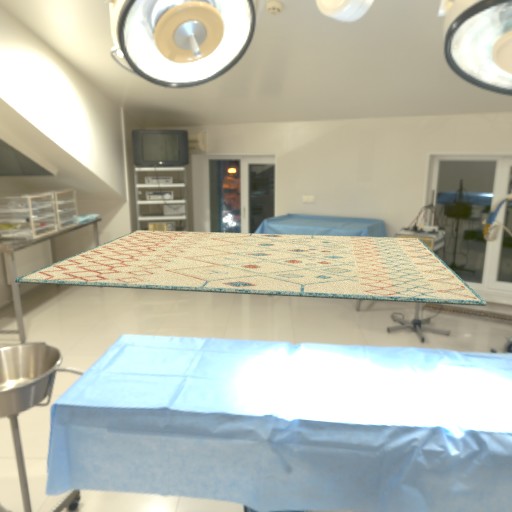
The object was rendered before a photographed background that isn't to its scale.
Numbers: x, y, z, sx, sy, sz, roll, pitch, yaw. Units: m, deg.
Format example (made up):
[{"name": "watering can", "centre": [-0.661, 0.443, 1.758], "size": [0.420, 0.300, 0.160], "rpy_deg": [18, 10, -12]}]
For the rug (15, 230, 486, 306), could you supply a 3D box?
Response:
[{"name": "rug", "centre": [0.000, 0.000, 2.274], "size": [1.829, 0.016, 1.219], "rpy_deg": [2, 13, 9]}]
